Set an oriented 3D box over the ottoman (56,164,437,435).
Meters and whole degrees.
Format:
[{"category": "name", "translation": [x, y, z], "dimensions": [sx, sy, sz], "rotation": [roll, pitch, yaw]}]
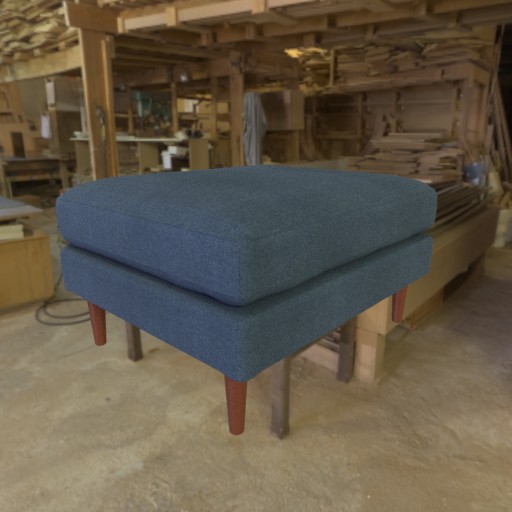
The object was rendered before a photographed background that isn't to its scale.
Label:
[{"category": "ottoman", "translation": [0.000, 0.000, 1.251], "dimensions": [0.693, 0.474, 0.821], "rotation": [15, 22, 41]}]
